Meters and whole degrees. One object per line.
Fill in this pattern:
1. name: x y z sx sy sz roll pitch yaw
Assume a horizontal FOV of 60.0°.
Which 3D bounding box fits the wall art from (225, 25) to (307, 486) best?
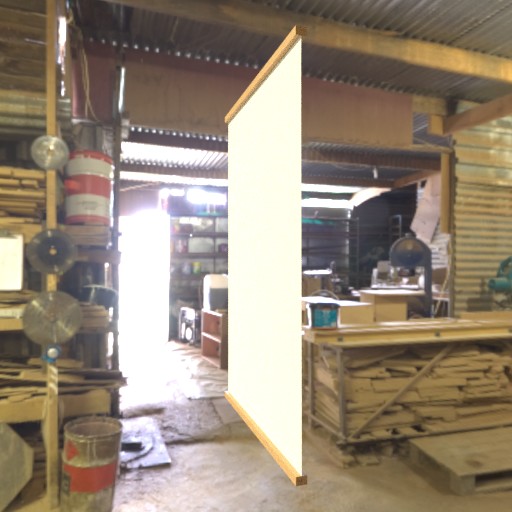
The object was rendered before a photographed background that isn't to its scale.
1. wall art: 0.000 0.000 1.931 0.040 1.510 0.991 0 0 -18
